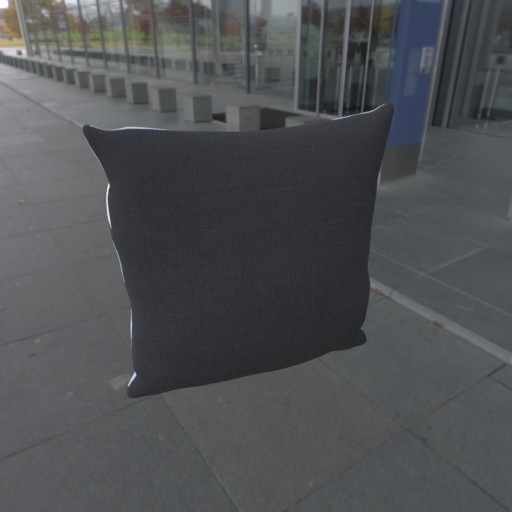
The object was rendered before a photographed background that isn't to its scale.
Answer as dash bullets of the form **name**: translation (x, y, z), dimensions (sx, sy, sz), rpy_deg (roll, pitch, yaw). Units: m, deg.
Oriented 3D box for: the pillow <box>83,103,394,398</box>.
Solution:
- **pillow**: translation (0.000, 0.000, 0.781), dimensions (0.503, 0.496, 0.208), rpy_deg (-9, 28, -17)
